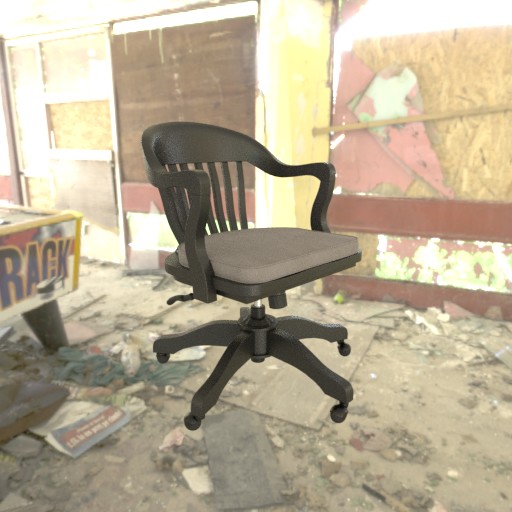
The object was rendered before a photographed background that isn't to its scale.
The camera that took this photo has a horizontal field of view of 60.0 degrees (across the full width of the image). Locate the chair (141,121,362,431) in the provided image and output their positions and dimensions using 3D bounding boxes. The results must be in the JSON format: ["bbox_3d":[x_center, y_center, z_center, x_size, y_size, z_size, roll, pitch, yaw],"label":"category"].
[{"bbox_3d":[0.000,0.000,1.478,0.750,0.878,0.788,-14,20,-43],"label":"chair"}]
